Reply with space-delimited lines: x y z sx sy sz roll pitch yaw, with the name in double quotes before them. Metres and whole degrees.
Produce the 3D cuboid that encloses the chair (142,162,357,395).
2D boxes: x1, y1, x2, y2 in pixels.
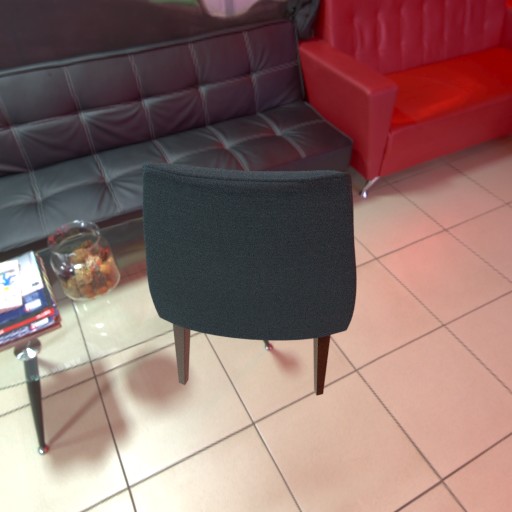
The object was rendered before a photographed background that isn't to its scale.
"chair" 0.000 0.000 1.197 0.529 0.861 0.544 3 45 3
